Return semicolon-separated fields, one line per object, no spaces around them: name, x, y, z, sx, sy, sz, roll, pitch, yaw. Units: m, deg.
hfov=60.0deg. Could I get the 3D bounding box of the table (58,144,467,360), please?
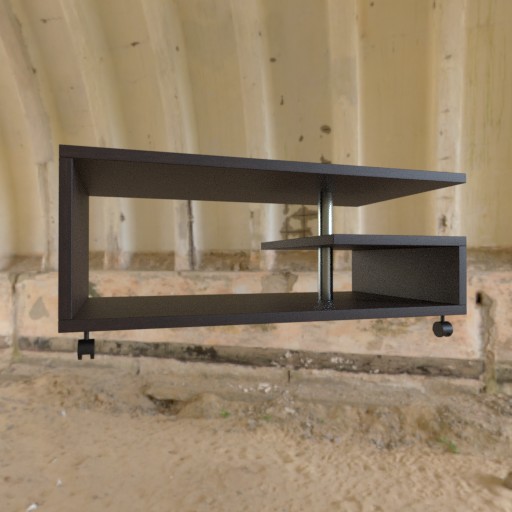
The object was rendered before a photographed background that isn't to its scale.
table;0.000;0.000;1.363;1.050;0.460;0.590;0;-1;-17
